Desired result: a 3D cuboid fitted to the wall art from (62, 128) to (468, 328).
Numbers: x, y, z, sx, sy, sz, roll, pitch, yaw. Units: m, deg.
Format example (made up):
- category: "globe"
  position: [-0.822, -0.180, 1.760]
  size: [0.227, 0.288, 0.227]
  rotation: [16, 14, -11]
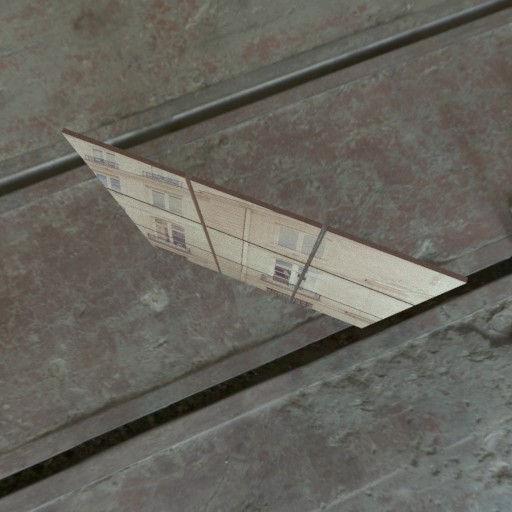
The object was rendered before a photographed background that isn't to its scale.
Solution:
- category: "wall art"
  position: [0.000, 0.000, 1.835]
  size: [1.221, 1.218, 0.024]
  rotation: [21, 76, 5]
